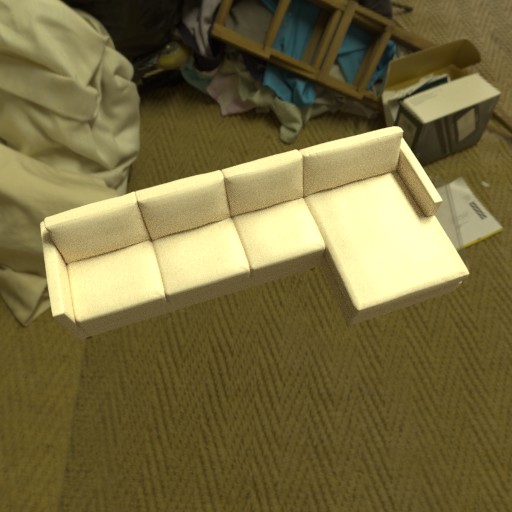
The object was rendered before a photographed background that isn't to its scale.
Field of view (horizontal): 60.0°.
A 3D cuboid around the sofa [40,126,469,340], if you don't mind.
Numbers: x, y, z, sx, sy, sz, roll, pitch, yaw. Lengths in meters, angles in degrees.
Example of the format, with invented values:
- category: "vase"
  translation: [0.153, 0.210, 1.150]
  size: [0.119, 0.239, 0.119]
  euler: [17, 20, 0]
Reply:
- category: "sofa"
  translation: [0.000, 0.000, 4.001]
  size: [3.471, 0.954, 1.603]
  euler: [-17, 64, -8]
